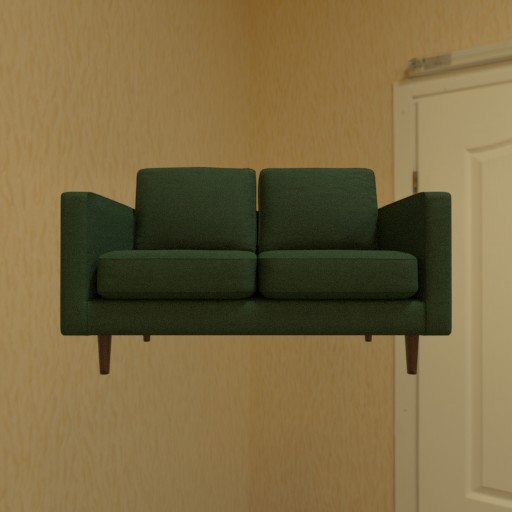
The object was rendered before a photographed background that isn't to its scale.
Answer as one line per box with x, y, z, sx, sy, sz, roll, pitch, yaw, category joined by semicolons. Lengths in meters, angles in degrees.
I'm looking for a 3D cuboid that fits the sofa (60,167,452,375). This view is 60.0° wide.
0.000;0.000;2.011;1.430;0.899;0.879;0;0;0;sofa
